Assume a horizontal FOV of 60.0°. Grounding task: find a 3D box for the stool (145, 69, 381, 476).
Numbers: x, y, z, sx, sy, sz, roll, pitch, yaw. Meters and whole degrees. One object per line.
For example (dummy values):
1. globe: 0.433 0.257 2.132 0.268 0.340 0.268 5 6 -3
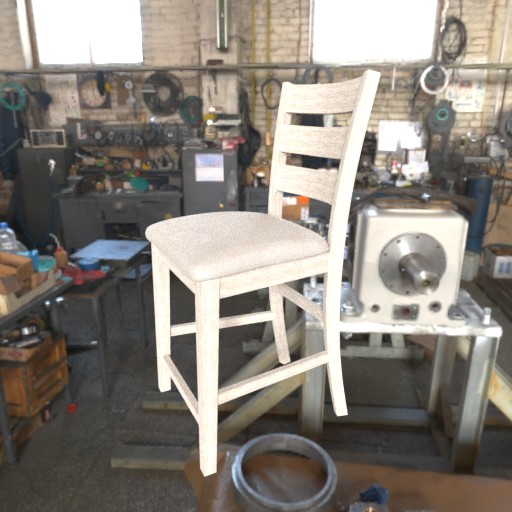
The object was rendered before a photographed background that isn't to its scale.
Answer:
1. stool: 0.000 0.000 1.346 0.569 1.032 0.484 -8 19 -26
